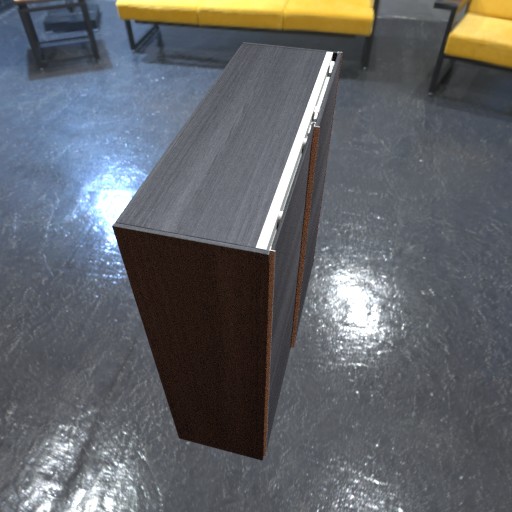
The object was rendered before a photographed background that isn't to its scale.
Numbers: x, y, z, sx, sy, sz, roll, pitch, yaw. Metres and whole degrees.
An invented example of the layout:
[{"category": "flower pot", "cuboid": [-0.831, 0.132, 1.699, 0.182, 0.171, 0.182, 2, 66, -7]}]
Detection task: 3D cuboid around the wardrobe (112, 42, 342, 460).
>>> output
[{"category": "wardrobe", "cuboid": [0.000, 0.000, 2.858, 0.629, 1.960, 1.780, 10, 47, 10]}]
